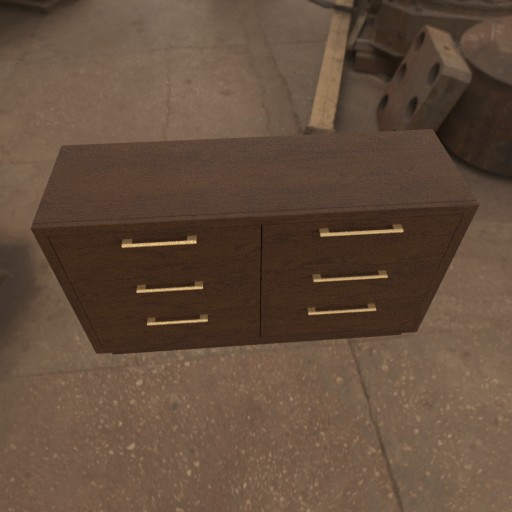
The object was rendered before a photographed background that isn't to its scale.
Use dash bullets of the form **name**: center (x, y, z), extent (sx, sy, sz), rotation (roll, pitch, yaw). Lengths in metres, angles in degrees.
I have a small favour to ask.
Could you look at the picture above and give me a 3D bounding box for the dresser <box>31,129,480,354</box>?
- **dresser**: center (0.000, 0.000, 1.974), extent (1.523, 0.889, 0.512), rotation (-3, 48, -3)
